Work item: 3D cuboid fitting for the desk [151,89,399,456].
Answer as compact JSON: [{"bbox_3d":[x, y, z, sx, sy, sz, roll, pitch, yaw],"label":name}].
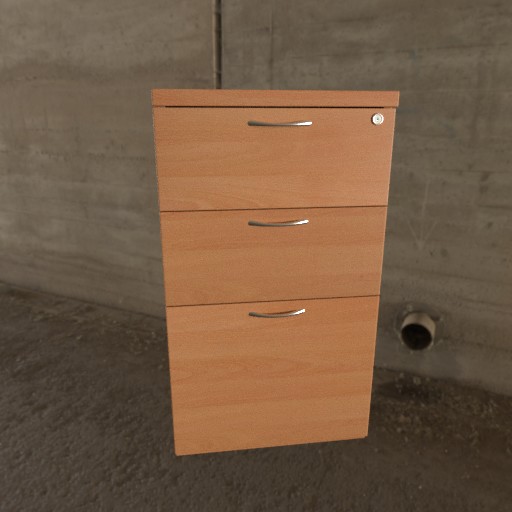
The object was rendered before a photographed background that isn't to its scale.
[{"bbox_3d":[0.000,0.000,1.090,0.404,0.730,0.600,-2,17,-7],"label":"desk"}]
